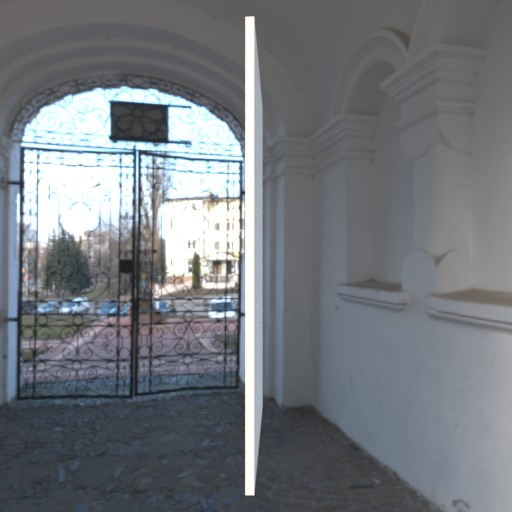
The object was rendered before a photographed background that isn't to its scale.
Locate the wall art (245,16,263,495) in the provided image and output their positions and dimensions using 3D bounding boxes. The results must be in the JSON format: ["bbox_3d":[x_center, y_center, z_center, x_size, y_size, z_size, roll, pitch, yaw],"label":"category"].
[{"bbox_3d":[0.000,0.000,0.822,0.013,0.683,0.380,0,0,3],"label":"wall art"}]
